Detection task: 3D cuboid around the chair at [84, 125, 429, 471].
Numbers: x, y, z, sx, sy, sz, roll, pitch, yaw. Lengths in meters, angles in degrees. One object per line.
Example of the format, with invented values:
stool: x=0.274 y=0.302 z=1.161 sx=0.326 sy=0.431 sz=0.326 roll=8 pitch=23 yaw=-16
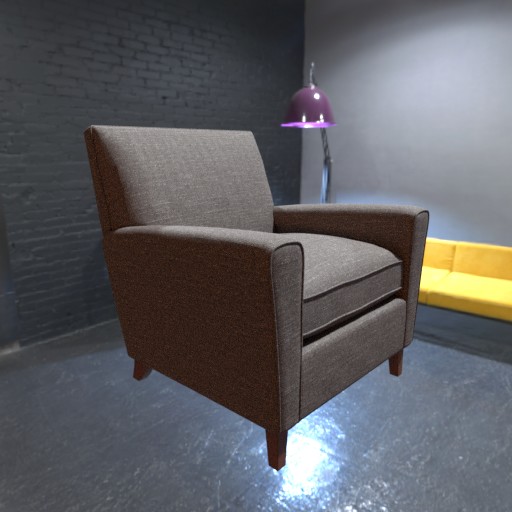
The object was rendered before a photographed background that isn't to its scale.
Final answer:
chair: x=0.000 y=0.000 z=1.561 sx=0.875 sy=0.885 sz=0.838 roll=13 pitch=19 yaw=42
